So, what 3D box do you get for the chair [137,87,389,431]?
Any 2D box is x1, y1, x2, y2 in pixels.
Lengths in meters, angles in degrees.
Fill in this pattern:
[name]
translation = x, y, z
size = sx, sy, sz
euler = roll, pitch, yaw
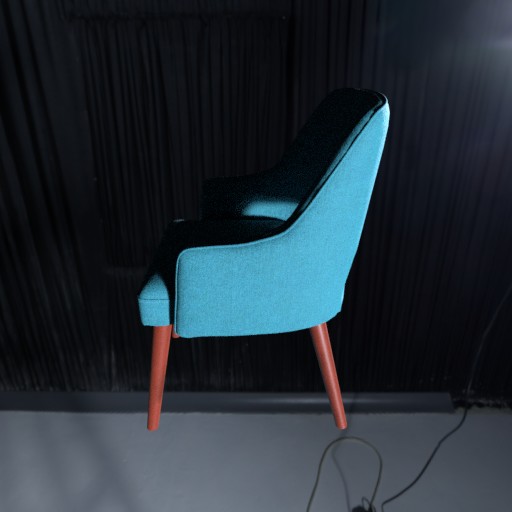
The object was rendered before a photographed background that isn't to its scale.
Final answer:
[chair]
translation = 0.000, 0.000, 1.223
size = 0.605, 0.849, 0.548
euler = 0, 27, 0
